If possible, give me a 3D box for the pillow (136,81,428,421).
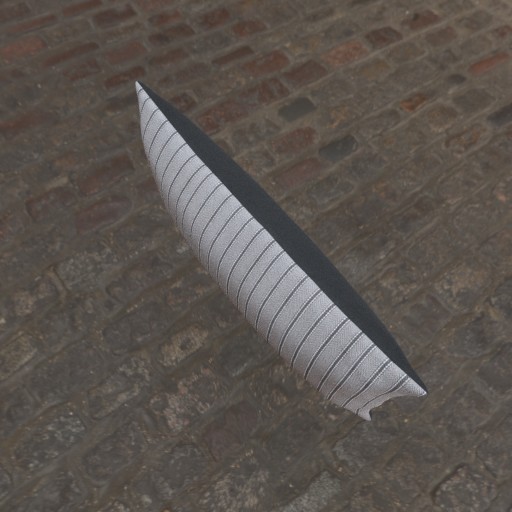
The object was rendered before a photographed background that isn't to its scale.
[{"bbox_3d":[0.000,0.000,0.719,0.151,0.305,0.609,-35,69,-16],"label":"pillow"}]
